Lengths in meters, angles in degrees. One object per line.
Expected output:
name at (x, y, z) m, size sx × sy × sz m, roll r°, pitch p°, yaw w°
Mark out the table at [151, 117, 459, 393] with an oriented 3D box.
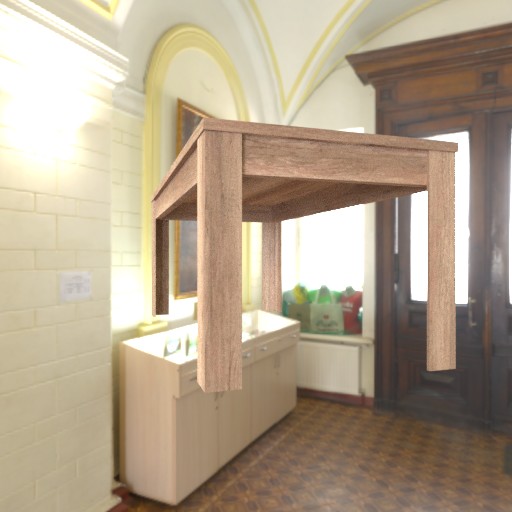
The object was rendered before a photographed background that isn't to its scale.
table at (0.000, 0.000, 2.260) m, size 0.900 × 0.790 × 1.800 m, roll 0°, pitch 0°, yaw -18°
